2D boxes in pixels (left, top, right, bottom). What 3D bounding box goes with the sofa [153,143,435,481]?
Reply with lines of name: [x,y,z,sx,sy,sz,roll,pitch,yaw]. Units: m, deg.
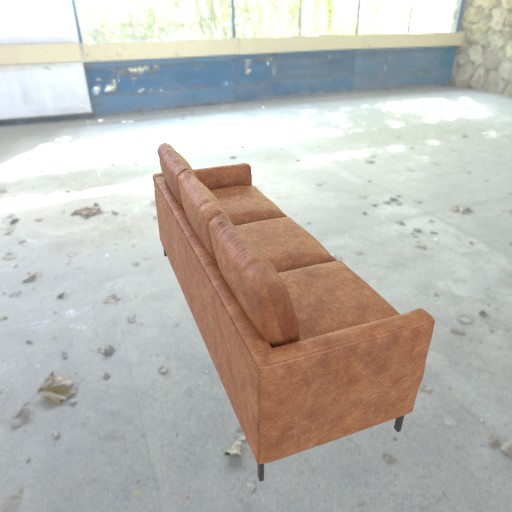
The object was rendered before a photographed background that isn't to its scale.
sofa: [0.000,0.000,2.413,0.748,0.863,2.029,-11,31,-18]
